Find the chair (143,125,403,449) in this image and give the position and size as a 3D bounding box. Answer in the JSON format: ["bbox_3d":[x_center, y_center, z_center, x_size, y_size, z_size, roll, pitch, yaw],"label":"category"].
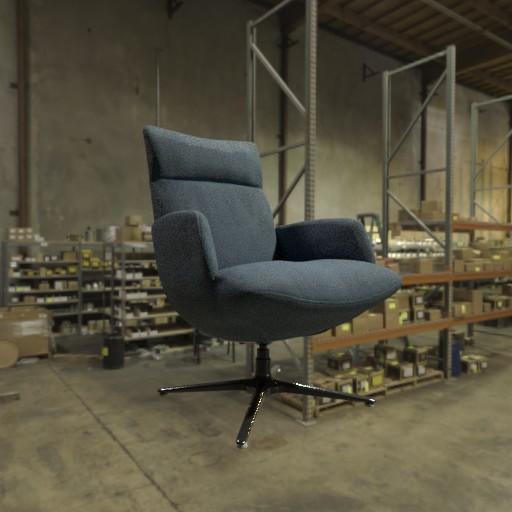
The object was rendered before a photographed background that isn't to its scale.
[{"bbox_3d":[0.000,0.000,1.587,0.711,1.016,0.889,-1,2,-36],"label":"chair"}]
